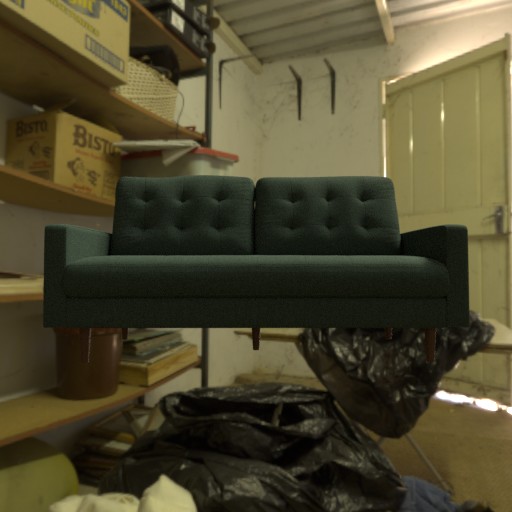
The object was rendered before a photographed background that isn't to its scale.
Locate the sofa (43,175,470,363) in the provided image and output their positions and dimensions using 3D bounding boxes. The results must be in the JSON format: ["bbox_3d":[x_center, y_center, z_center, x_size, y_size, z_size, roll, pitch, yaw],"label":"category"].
[{"bbox_3d":[0.000,0.000,2.529,2.010,1.050,0.966,0,-1,0],"label":"sofa"}]
